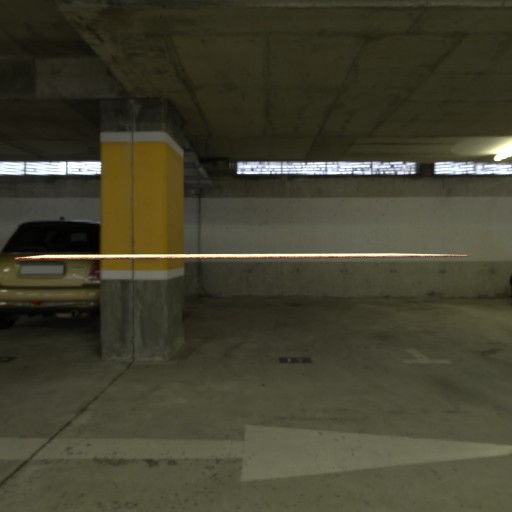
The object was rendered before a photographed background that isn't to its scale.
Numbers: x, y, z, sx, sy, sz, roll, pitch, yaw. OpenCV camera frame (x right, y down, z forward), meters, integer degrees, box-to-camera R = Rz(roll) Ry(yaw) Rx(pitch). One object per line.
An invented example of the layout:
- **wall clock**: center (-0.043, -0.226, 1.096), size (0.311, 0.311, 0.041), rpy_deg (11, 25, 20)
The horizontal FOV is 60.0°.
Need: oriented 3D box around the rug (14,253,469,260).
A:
- **rug**: center (0.000, 0.000, 2.645), size (2.435, 0.011, 0.750), rpy_deg (0, 1, -17)
